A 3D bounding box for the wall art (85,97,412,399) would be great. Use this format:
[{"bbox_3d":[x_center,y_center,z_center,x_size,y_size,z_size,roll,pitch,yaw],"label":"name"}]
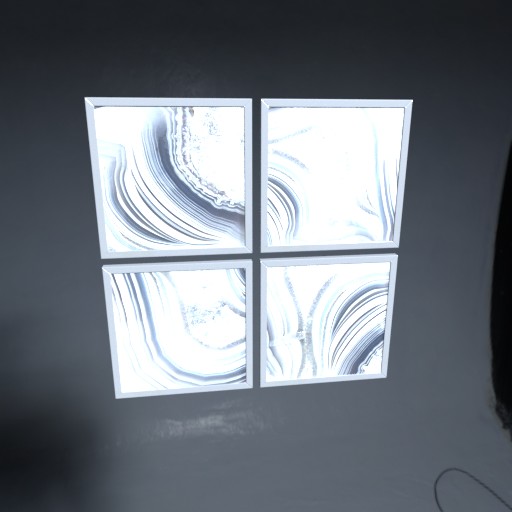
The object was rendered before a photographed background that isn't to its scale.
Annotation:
[{"bbox_3d":[0.000,0.000,1.672,1.118,1.118,0.029,-2,17,-8],"label":"wall art"}]
